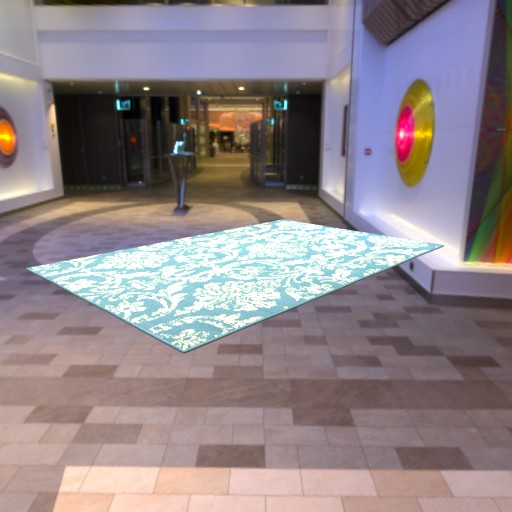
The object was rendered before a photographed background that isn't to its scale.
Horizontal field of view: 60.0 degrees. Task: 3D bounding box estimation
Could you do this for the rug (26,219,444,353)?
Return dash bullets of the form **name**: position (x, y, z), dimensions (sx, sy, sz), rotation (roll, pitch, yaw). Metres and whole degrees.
- **rug**: position (0.000, 0.000, 2.295), dimensions (1.211, 0.012, 1.833), rotation (14, 20, 42)
